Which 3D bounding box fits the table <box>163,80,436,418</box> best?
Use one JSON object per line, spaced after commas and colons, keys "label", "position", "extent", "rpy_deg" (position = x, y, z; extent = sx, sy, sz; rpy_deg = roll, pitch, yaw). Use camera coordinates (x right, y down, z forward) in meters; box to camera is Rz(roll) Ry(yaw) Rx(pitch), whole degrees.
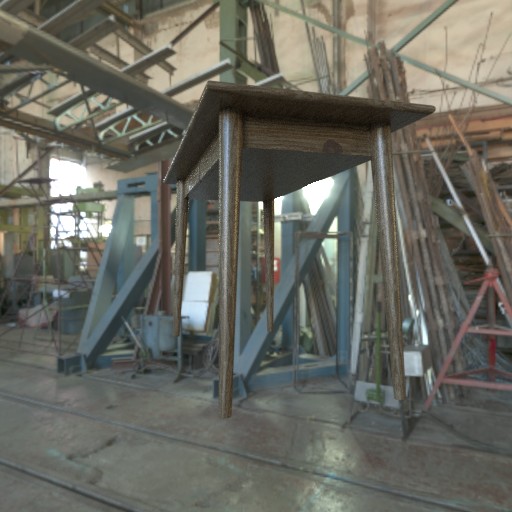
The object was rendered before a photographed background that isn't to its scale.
{"label": "table", "position": [0.000, 0.000, 1.690], "extent": [0.599, 0.780, 1.300], "rpy_deg": [0, 0, -16]}
